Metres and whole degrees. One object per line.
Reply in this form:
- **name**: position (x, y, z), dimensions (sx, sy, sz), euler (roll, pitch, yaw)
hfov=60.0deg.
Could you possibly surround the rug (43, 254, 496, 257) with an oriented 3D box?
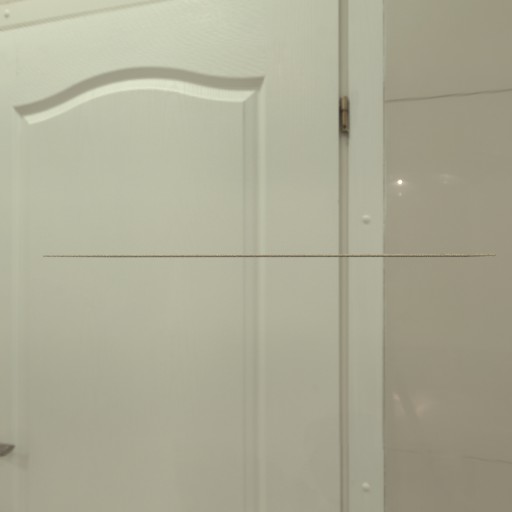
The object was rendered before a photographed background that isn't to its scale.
- **rug**: position (0.000, 0.000, 2.661), dimensions (2.435, 0.009, 0.750), euler (0, 0, 16)
